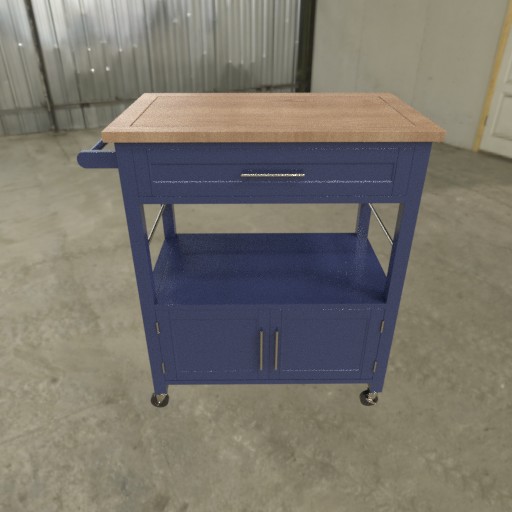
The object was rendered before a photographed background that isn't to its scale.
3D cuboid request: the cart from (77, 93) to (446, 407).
[{"bbox_3d":[0.000,0.000,1.400,0.840,0.901,0.459,0,30,0],"label":"cart"}]
